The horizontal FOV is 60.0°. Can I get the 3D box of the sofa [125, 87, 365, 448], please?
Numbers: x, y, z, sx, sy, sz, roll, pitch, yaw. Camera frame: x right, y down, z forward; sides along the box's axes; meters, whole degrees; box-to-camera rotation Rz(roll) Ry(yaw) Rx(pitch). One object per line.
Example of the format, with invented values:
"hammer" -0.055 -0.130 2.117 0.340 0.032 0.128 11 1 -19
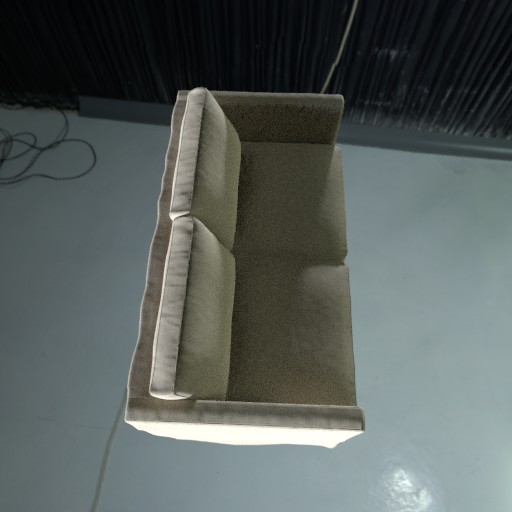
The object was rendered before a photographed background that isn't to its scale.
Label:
"sofa" 0.000 0.000 2.305 0.956 0.828 1.766 2 63 1
